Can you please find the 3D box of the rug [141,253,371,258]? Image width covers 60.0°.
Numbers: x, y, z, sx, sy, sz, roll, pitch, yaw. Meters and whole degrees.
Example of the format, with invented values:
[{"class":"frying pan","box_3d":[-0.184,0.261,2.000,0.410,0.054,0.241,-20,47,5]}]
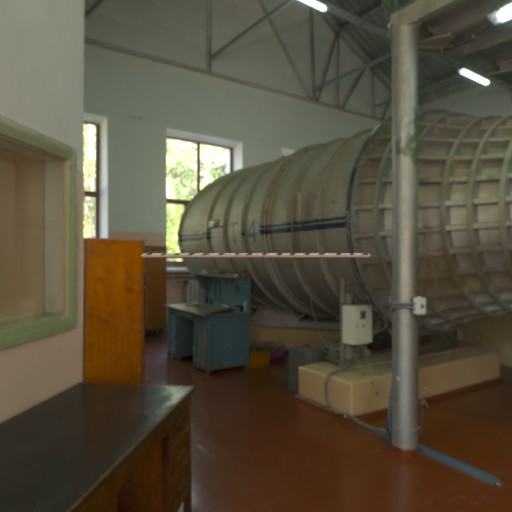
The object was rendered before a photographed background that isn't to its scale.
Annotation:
[{"class":"rug","box_3d":[0.000,0.000,2.693,0.773,0.020,2.439,0,0,0]}]
